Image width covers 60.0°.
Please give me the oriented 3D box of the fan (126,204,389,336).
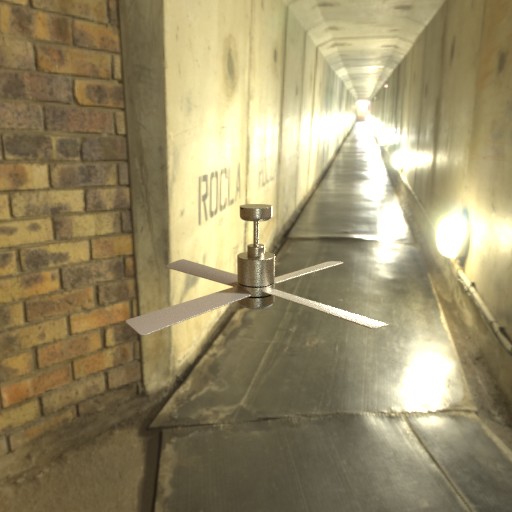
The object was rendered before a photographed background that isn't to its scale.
[{"bbox_3d":[0.000,0.000,2.386,1.525,0.539,1.525,14,20,43],"label":"fan"}]
